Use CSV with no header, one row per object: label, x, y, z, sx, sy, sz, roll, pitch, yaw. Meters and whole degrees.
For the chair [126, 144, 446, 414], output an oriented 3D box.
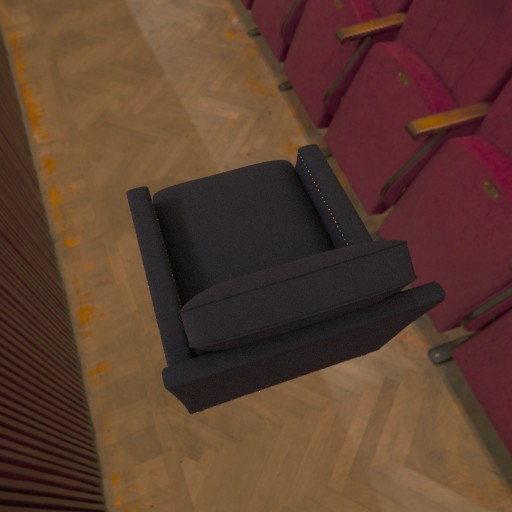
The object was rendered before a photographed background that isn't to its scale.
chair,0.000,0.000,1.754,0.853,0.943,1.014,-16,60,-10
